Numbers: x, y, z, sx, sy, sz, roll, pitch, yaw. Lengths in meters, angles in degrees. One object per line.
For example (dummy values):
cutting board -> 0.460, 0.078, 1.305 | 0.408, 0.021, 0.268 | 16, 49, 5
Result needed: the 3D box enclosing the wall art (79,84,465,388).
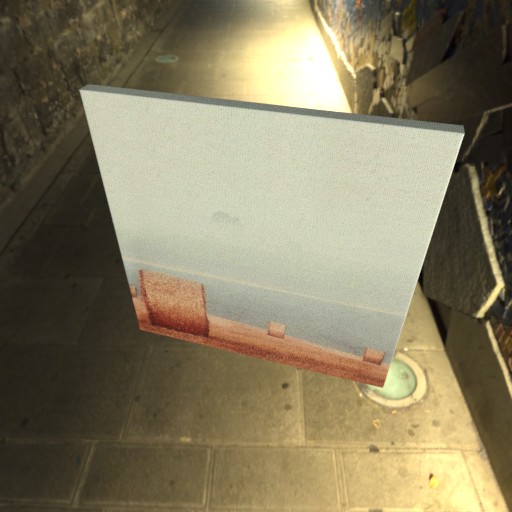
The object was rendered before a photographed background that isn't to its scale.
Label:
wall art -> 0.000, 0.000, 0.878 | 0.605, 0.605, 0.034 | 11, 41, 13
